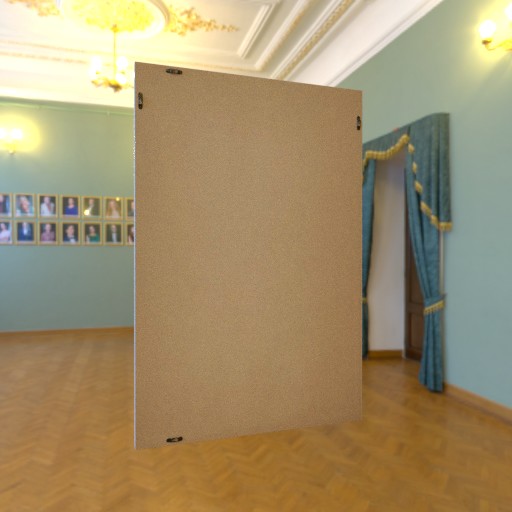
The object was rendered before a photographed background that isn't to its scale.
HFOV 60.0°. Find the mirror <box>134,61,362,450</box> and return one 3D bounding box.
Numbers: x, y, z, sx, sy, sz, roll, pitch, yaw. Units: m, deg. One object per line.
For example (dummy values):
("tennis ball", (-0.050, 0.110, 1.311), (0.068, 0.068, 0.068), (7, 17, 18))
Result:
("mirror", (0.000, 0.000, 1.151), (0.609, 0.915, 0.041), (0, 0, -18))
